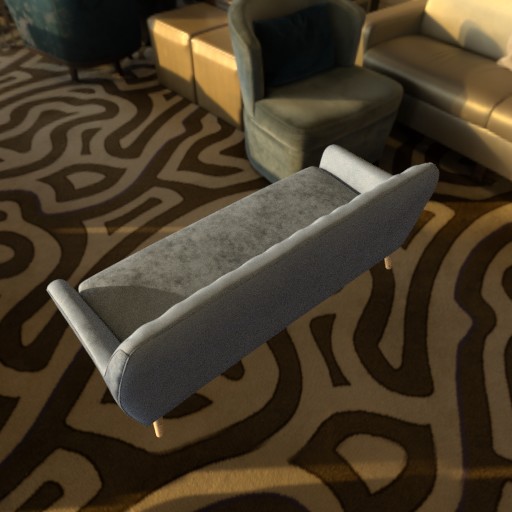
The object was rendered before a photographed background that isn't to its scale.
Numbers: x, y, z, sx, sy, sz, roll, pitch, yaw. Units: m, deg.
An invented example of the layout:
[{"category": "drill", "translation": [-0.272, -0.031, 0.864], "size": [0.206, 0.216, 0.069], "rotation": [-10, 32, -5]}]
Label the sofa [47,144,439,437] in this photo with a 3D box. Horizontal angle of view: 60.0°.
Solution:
[{"category": "sofa", "translation": [0.000, 0.000, 2.418], "size": [1.975, 0.832, 0.841], "rotation": [-30, 53, -27]}]
